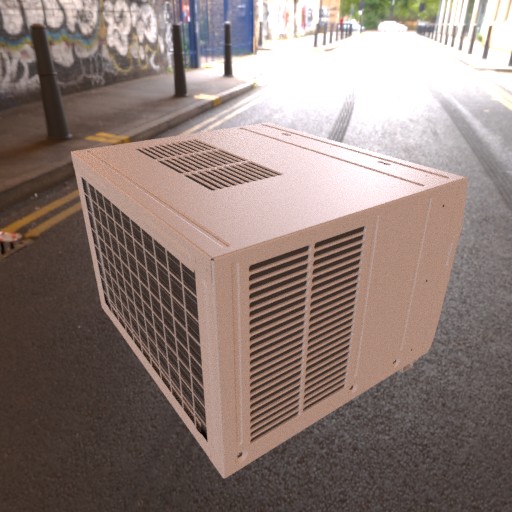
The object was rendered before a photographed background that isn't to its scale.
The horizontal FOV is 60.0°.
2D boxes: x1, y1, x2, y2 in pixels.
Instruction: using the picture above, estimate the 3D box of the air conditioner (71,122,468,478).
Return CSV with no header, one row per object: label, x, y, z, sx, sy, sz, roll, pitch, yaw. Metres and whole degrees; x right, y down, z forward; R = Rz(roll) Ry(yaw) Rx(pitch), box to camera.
air conditioner,0.000,0.000,1.053,0.599,0.455,0.645,-19,33,-31
